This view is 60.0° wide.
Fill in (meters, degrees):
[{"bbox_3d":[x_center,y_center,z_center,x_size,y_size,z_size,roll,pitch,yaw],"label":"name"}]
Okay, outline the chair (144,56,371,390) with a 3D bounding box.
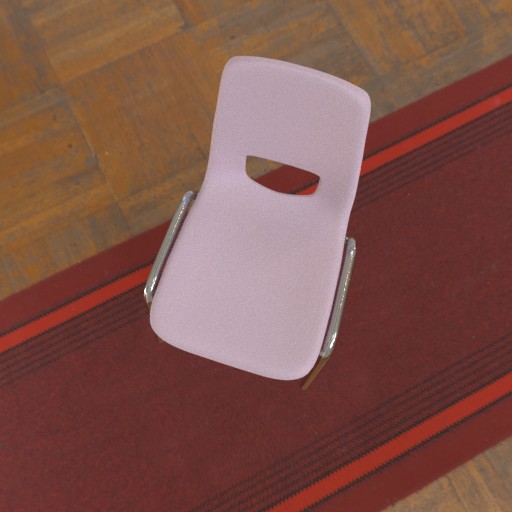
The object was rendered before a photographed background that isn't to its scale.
[{"bbox_3d":[0.000,0.000,0.776,0.354,0.536,0.385,17,76,4],"label":"chair"}]
